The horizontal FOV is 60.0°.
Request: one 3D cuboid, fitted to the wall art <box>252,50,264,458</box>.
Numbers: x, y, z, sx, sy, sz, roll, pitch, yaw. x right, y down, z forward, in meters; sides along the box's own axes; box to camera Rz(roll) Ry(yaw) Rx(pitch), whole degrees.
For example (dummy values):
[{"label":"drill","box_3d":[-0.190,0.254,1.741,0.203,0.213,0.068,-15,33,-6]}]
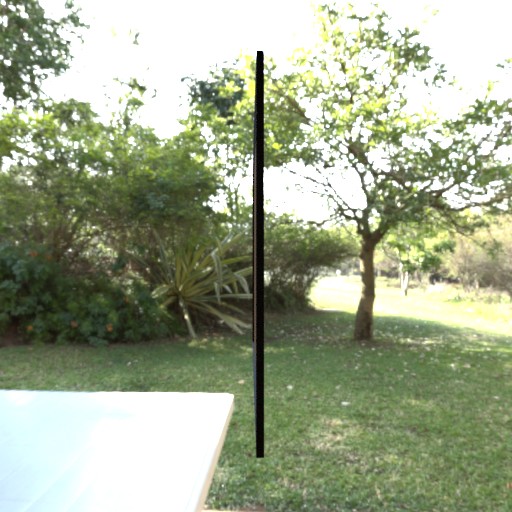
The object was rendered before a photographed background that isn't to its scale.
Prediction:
[{"label":"wall art","box_3d":[0.000,0.000,1.205,0.013,0.665,0.963,0,-1,-1]}]
